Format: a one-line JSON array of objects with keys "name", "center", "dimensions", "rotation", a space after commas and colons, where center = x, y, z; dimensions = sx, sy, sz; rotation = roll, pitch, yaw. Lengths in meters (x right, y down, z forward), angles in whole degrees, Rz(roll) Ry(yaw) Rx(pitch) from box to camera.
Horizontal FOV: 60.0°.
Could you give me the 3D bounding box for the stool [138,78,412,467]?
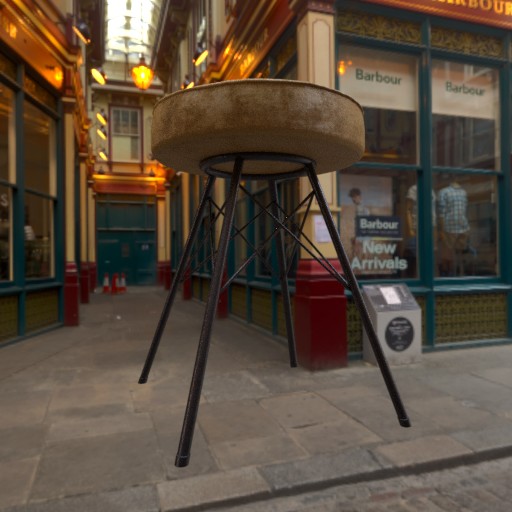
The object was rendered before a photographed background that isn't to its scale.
[{"name": "stool", "center": [0.000, 0.000, 0.910], "dimensions": [0.438, 0.595, 0.472], "rotation": [0, 0, -19]}]
